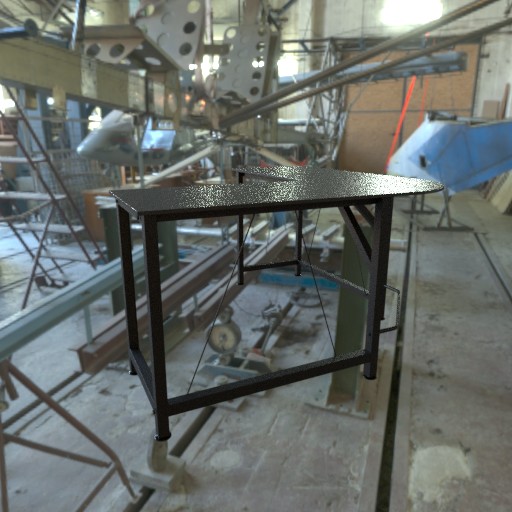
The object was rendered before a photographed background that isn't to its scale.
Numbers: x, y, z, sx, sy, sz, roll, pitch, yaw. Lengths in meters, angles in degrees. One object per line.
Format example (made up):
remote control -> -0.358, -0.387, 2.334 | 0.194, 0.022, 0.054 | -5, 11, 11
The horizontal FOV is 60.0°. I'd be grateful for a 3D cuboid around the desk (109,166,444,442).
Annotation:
desk -> 0.000, 0.000, 2.219 | 1.400, 0.762, 1.400 | -7, 17, -25
